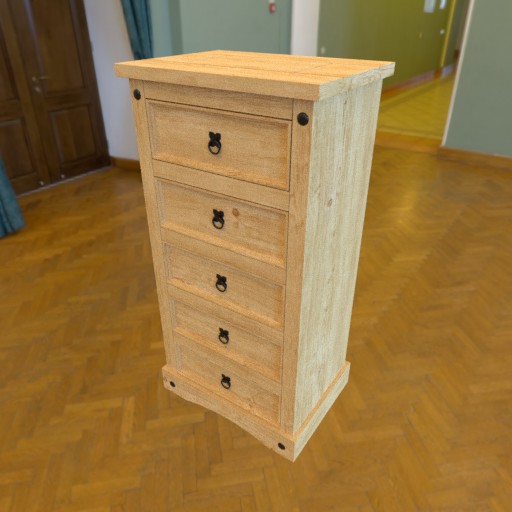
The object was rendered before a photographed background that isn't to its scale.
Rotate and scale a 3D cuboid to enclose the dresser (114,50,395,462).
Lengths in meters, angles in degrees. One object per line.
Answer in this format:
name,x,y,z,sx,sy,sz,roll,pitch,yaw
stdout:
dresser,0.000,0.000,1.295,0.531,1.041,0.390,19,35,29
